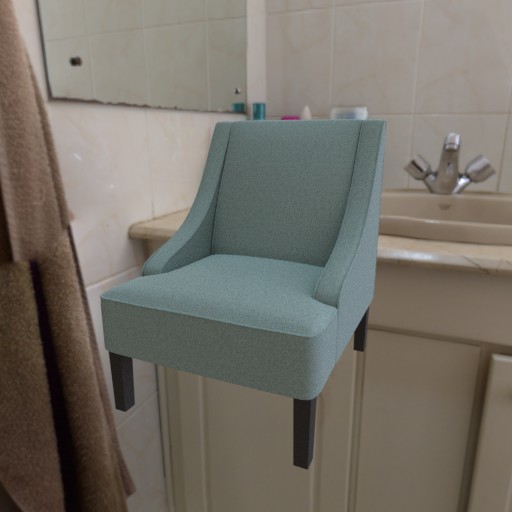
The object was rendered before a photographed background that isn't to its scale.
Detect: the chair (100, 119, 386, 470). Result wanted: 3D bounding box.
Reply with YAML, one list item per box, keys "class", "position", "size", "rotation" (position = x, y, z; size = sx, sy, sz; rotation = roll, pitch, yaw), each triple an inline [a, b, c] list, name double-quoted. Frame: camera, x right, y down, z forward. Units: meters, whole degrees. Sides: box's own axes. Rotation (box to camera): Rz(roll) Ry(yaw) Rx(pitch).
- class: "chair"
  position: [0.000, 0.000, 1.887]
  size: [0.857, 1.133, 1.025]
  rotation: [7, 17, 24]
